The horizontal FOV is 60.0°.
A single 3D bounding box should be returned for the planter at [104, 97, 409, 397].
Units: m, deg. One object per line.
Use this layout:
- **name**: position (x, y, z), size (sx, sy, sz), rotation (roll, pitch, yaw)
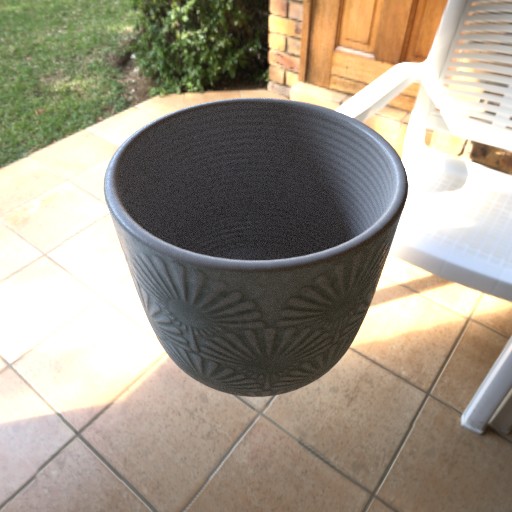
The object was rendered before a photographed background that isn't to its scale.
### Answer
- **planter**: position (0.000, 0.000, 0.222), size (0.124, 0.109, 0.124), rotation (0, 44, 0)
